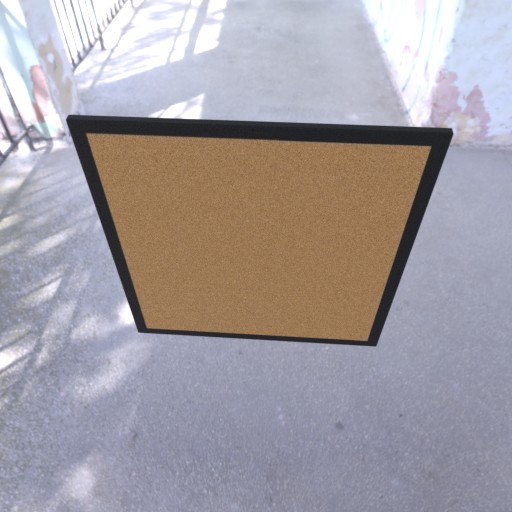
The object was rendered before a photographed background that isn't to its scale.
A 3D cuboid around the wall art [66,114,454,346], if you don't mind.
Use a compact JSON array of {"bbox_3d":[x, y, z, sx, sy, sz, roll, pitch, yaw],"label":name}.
[{"bbox_3d":[0.000,0.000,0.996,0.663,0.659,0.016,3,47,3],"label":"wall art"}]
